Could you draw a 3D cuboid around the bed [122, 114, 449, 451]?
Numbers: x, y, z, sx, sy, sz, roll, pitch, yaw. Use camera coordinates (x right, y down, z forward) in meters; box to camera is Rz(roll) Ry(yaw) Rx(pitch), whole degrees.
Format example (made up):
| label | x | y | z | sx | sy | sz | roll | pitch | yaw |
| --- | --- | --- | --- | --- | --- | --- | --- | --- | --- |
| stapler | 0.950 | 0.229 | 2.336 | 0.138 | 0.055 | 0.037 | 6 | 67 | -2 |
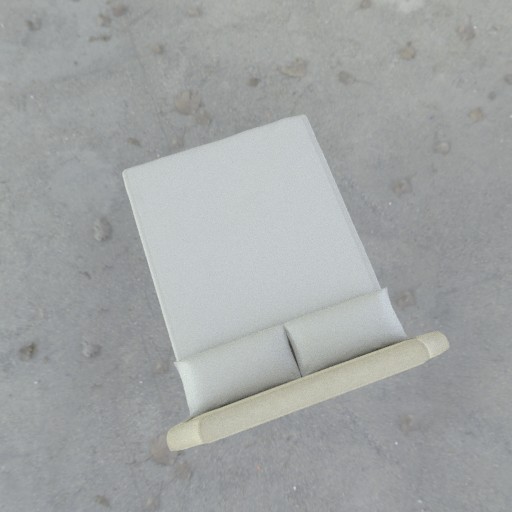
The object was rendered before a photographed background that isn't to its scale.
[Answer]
| label | x | y | z | sx | sy | sz | roll | pitch | yaw |
| --- | --- | --- | --- | --- | --- | --- | --- | --- | --- |
| bed | 0.000 | 0.000 | 3.348 | 1.828 | 1.297 | 2.164 | -19 | 75 | -5 |
